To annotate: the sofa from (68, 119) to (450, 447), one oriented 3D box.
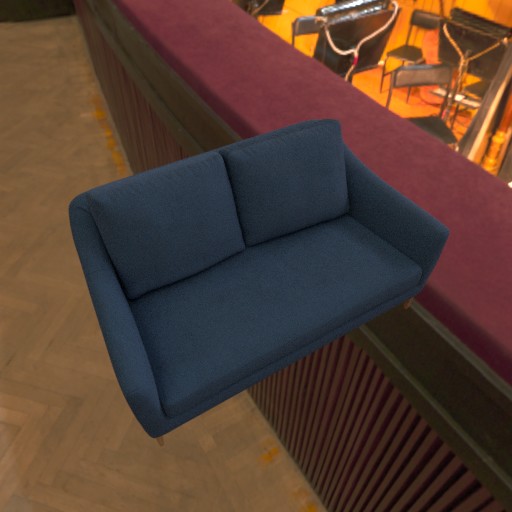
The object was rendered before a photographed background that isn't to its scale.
[{"bbox_3d":[0.000,0.000,2.194,1.619,0.902,0.960,-23,50,-21],"label":"sofa"}]
